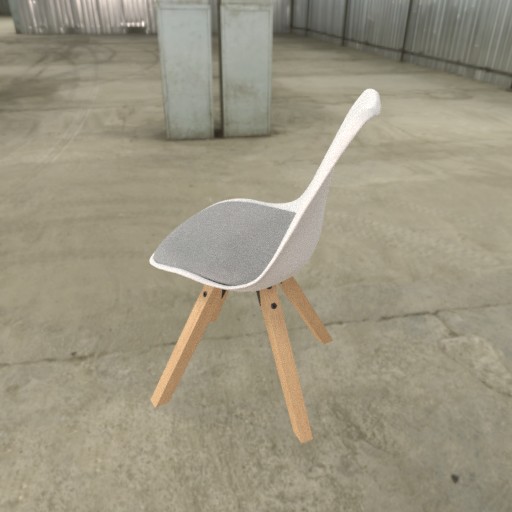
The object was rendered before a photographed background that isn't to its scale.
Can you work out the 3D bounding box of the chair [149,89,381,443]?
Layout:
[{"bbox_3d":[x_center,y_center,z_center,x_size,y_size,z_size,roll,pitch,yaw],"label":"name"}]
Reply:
[{"bbox_3d":[0.000,0.000,1.206,0.550,0.850,0.485,8,31,14],"label":"chair"}]
